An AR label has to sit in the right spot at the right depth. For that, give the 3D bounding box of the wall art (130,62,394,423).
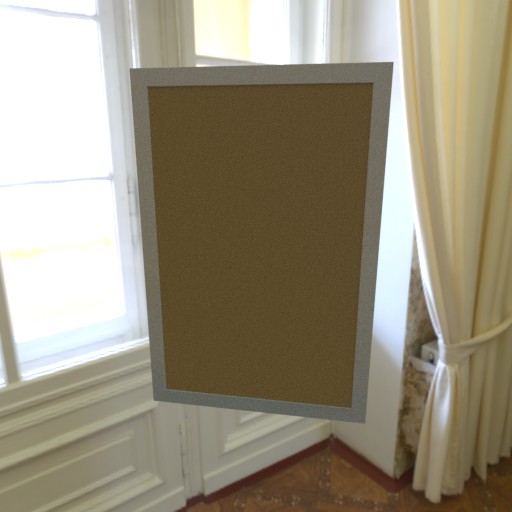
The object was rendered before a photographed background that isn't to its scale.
[{"bbox_3d":[0.000,0.000,1.439,0.764,1.143,0.038,3,16,10],"label":"wall art"}]
